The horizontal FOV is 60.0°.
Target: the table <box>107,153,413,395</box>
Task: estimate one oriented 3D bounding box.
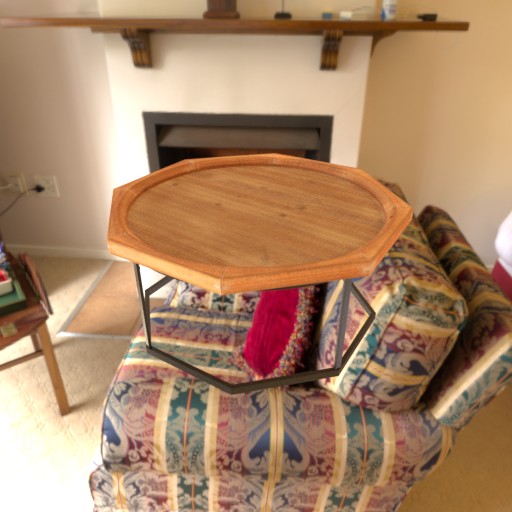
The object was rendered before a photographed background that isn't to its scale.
[{"bbox_3d":[0.000,0.000,1.571,1.002,0.444,1.002,0,30,0],"label":"table"}]
